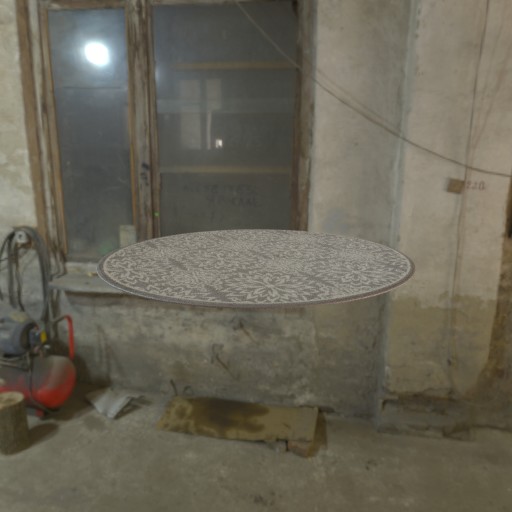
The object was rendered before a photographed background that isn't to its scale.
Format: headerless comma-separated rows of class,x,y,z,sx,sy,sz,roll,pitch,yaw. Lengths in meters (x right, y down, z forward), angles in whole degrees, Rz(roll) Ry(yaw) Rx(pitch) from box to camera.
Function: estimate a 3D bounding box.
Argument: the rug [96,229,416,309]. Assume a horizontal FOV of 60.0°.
rug,0.000,0.000,2.343,1.593,0.012,1.593,0,13,0
